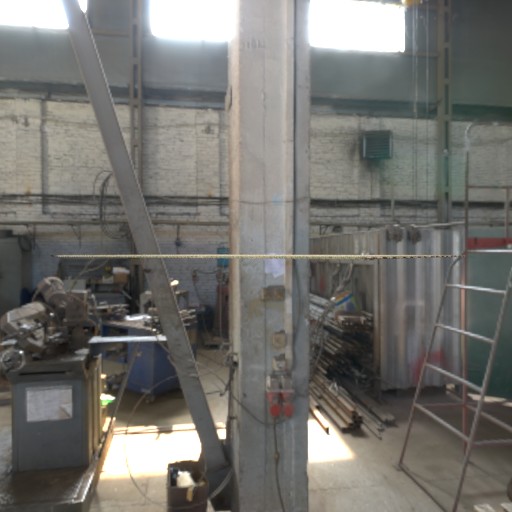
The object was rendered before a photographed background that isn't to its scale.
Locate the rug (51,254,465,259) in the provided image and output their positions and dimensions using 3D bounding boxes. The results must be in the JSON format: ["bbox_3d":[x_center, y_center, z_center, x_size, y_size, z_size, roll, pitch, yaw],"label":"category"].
[{"bbox_3d":[0.000,0.000,2.324,1.802,0.008,1.247,0,0,36],"label":"rug"}]
